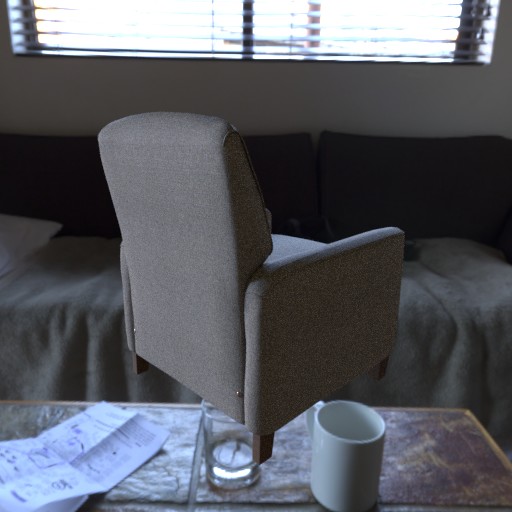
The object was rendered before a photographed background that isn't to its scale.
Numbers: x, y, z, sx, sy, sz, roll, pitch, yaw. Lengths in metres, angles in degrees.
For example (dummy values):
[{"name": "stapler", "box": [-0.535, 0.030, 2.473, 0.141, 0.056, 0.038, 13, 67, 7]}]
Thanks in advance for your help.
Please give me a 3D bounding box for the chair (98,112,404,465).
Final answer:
[{"name": "chair", "box": [0.000, 0.000, 1.673, 0.864, 1.014, 0.848, -15, 22, -42]}]
